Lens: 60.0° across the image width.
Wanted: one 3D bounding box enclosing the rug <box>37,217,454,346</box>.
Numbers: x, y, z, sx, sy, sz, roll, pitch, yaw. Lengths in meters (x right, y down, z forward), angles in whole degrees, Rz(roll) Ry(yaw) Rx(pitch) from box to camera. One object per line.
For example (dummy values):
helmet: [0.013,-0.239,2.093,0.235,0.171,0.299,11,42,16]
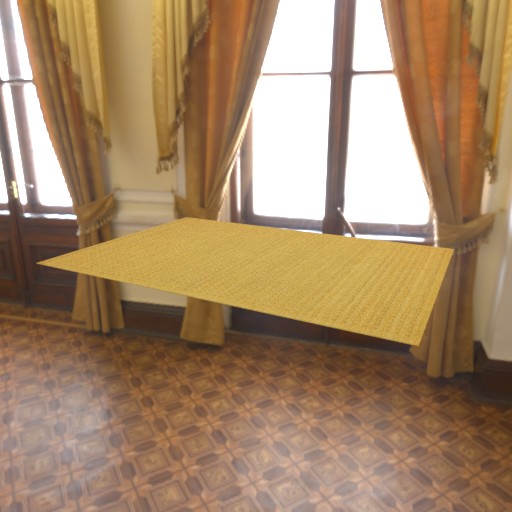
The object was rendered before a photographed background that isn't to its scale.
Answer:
rug: [0.000,0.000,3.712,2.895,0.006,1.981,9,19,27]
